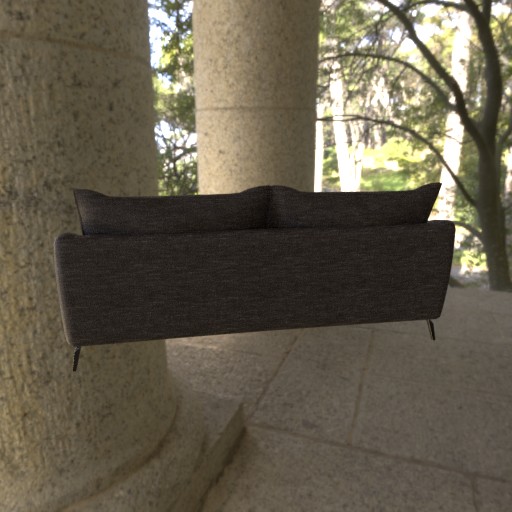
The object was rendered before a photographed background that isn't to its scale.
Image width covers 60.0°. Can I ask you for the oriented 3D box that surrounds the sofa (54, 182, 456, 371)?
[{"bbox_3d":[0.000,0.000,2.445,2.019,0.843,0.807,-3,15,-10],"label":"sofa"}]
